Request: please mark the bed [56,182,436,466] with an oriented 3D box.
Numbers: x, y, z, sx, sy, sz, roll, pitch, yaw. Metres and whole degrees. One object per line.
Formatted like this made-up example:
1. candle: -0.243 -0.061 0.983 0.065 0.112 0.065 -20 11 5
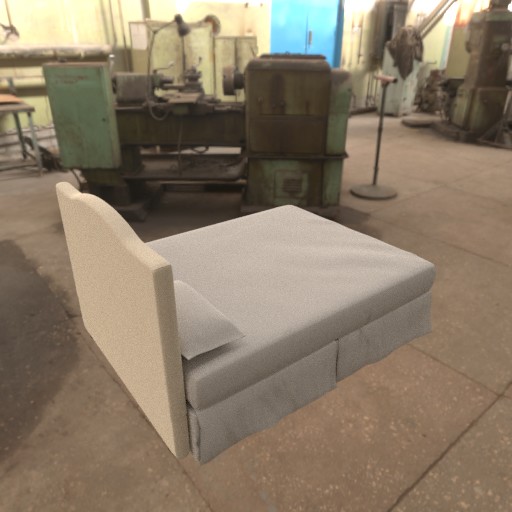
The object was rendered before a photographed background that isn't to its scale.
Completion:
1. bed: 0.000 0.000 3.631 2.477 1.437 1.977 -19 32 -33
